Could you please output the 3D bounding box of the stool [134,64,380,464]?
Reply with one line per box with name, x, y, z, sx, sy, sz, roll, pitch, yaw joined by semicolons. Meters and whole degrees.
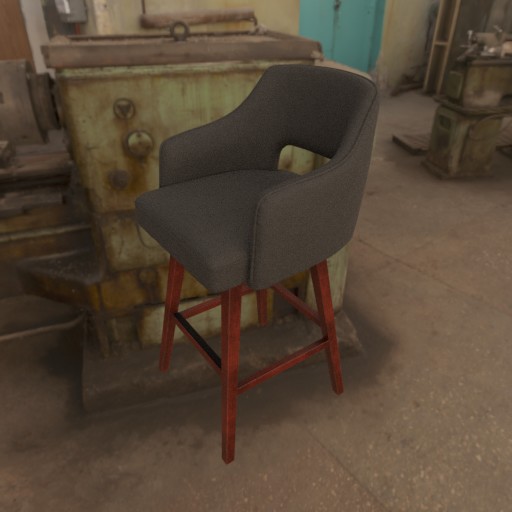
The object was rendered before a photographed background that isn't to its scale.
stool;0.000;0.000;1.339;0.558;1.012;0.548;-20;36;-30
